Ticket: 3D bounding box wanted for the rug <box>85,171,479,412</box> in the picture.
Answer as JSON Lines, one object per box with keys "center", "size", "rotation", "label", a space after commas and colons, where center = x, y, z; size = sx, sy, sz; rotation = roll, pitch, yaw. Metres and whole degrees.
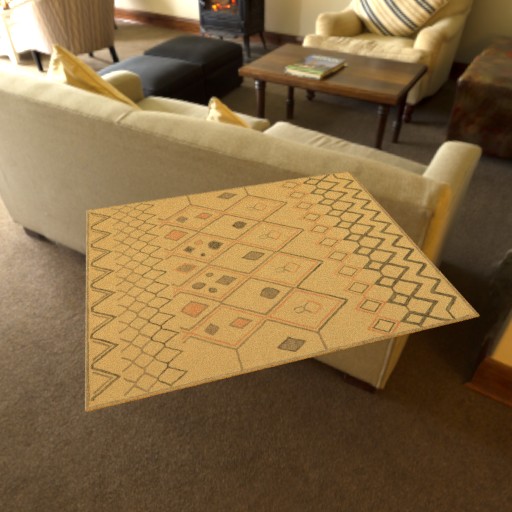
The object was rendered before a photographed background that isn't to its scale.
{"center": [0.000, 0.000, 4.142], "size": [3.050, 0.016, 2.441], "rotation": [-11, 41, -12], "label": "rug"}
